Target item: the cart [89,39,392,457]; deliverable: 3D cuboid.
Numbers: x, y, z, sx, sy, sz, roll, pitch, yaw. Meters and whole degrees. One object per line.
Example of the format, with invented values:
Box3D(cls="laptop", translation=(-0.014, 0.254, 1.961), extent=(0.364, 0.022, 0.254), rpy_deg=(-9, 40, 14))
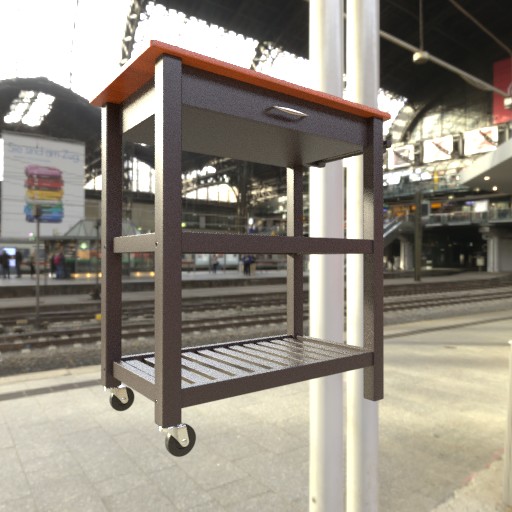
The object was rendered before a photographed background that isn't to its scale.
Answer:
Box3D(cls="cart", translation=(0.000, 0.000, 1.396), extent=(0.899, 0.927, 0.457), rpy_deg=(0, -1, -37))
